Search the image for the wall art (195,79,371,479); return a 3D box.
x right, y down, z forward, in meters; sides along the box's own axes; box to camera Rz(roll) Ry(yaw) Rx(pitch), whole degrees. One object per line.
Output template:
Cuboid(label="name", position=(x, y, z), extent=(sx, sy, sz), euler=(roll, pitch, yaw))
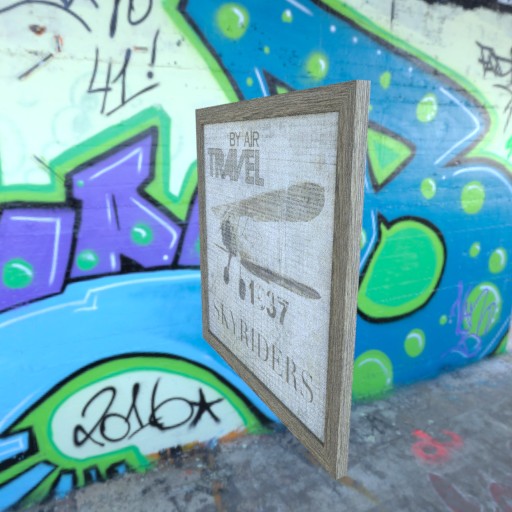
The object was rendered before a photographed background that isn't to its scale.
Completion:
Cuboid(label="wall art", position=(0.000, 0.000, 0.760), extent=(0.019, 0.508, 0.508), euler=(-7, 16, -26))
